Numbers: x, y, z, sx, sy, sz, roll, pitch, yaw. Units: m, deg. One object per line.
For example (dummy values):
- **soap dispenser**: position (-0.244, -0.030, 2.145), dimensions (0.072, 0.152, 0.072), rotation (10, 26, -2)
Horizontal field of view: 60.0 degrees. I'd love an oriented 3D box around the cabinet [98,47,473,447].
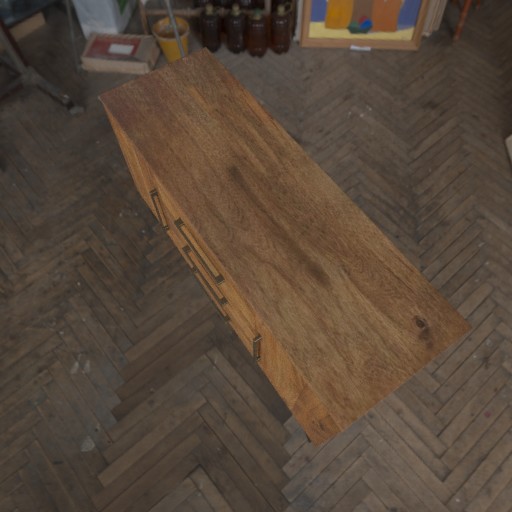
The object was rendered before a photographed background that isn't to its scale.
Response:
- **cabinet**: position (0.000, 0.000, 1.754), dimensions (0.480, 0.812, 1.373), rotation (-32, 67, -15)
